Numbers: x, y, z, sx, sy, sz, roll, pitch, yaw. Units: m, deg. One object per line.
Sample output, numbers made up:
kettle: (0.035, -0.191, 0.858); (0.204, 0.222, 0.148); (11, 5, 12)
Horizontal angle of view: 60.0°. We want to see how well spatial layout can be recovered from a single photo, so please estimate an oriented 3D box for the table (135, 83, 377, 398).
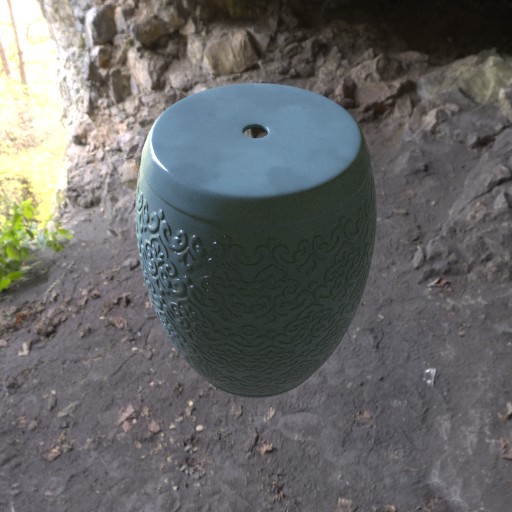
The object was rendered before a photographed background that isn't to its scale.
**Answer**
table: (0.000, 0.000, 0.622); (0.309, 0.397, 0.309); (0, 47, 0)
